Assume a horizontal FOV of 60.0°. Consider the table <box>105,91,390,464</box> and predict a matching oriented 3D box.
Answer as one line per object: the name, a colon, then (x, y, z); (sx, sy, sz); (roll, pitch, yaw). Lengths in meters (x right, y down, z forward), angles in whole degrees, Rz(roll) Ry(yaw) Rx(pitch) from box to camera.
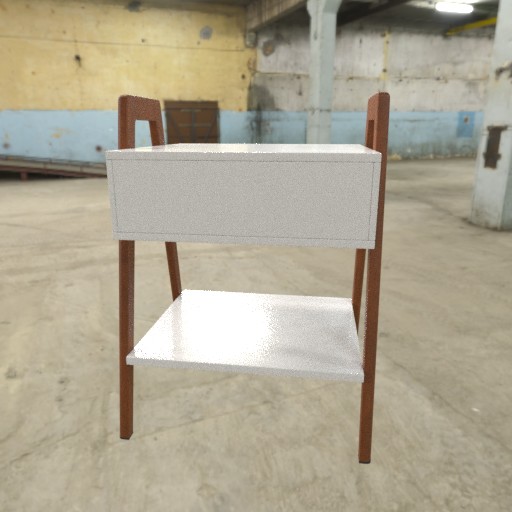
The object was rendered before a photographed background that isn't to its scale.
table: (0.000, 0.000, 0.900); (0.457, 0.610, 0.405); (2, 16, 8)
